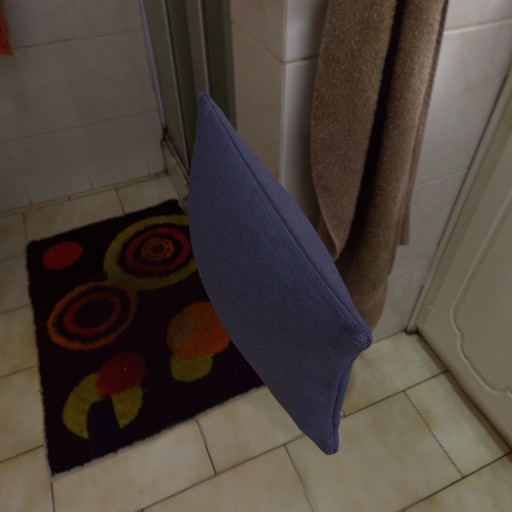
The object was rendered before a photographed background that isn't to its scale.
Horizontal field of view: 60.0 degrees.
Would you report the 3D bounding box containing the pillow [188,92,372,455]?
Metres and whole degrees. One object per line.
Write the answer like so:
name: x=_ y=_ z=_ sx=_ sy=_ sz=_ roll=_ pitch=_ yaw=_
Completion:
pillow: x=0.000 y=0.000 z=0.800 sx=0.210 sy=0.338 sz=0.633 roll=-16 pitch=48 yaw=-15
